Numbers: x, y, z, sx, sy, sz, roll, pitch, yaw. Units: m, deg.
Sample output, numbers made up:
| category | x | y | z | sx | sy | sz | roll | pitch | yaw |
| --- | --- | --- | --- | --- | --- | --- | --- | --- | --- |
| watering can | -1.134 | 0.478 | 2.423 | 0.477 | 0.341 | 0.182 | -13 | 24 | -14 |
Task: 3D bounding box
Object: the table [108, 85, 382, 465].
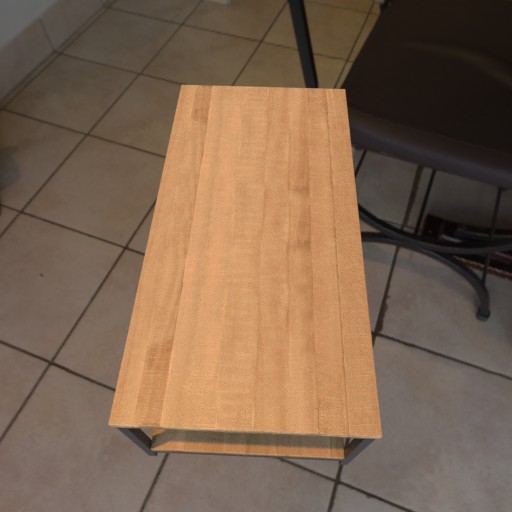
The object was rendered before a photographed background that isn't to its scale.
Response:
| category | x | y | z | sx | sy | sz | roll | pitch | yaw |
| --- | --- | --- | --- | --- | --- | --- | --- | --- | --- |
| table | 0.000 | 0.000 | 1.357 | 0.551 | 0.399 | 1.100 | 2 | 57 | 1 |
